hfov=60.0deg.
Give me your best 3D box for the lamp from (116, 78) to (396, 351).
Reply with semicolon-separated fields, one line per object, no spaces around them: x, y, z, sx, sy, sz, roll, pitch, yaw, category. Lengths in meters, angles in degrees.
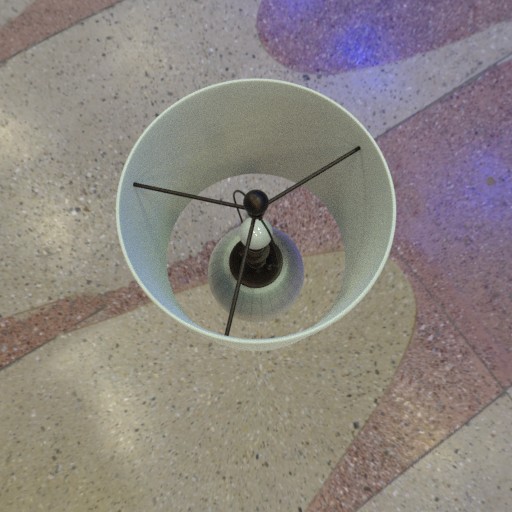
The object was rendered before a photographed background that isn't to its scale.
0.000;0.000;0.781;0.328;0.570;0.328;0;77;0;lamp
